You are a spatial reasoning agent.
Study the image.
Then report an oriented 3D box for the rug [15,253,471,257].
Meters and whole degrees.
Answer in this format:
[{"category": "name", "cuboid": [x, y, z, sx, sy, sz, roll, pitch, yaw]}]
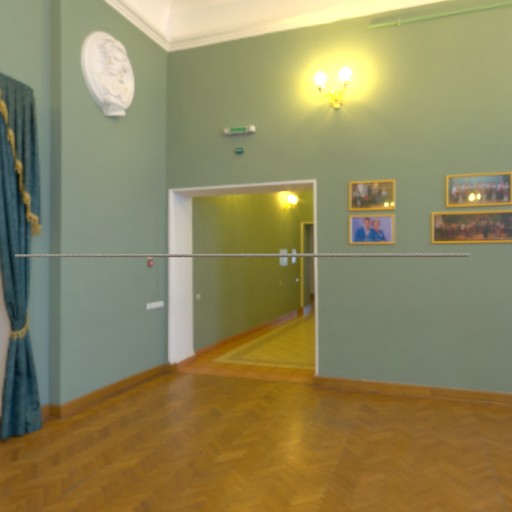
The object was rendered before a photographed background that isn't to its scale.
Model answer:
[{"category": "rug", "cuboid": [0.000, 0.000, 2.787, 2.294, 0.014, 1.528, 0, 0, 19]}]
